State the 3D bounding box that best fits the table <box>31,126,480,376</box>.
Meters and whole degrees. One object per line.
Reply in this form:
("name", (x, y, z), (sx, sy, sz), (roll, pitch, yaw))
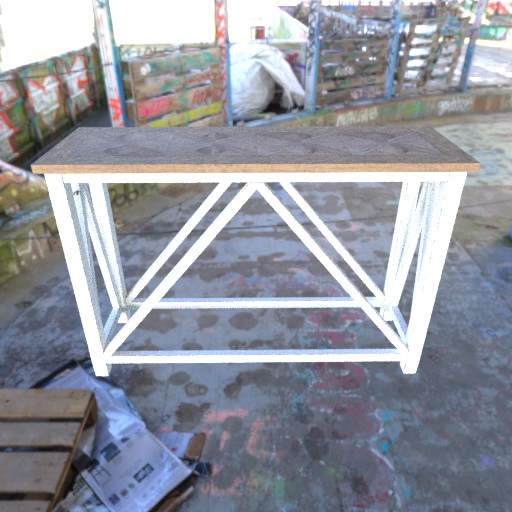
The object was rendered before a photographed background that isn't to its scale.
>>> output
("table", (0.000, 0.000, 1.808), (1.400, 0.930, 0.450), (0, 31, -1))
